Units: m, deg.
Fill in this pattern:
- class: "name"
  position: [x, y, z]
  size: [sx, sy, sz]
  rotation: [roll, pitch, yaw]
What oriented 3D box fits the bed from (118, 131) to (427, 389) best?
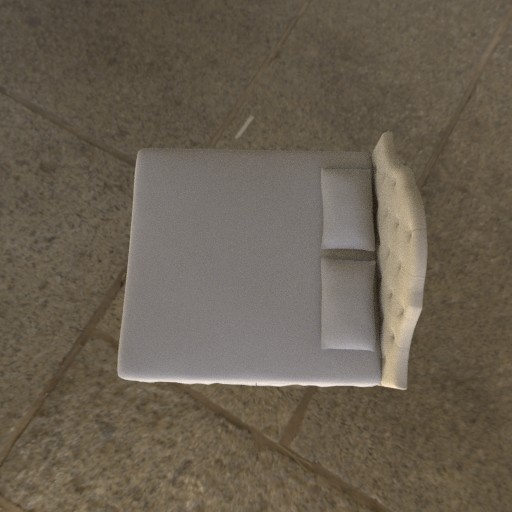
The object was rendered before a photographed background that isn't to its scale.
- class: "bed"
  position: [0.000, 0.000, 3.456]
  size: [2.086, 1.555, 2.012]
  rotation: [1, 76, 0]
